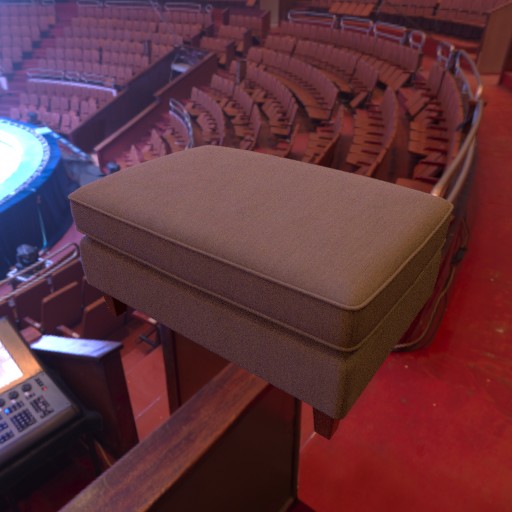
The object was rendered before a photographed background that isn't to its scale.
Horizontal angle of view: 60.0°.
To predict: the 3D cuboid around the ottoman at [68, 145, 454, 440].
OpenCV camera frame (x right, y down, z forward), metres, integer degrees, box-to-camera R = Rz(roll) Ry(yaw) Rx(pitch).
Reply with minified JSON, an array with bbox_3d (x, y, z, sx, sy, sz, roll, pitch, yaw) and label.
[{"bbox_3d":[0.000,0.000,1.338,0.941,0.480,0.636,21,36,31],"label":"ottoman"}]
